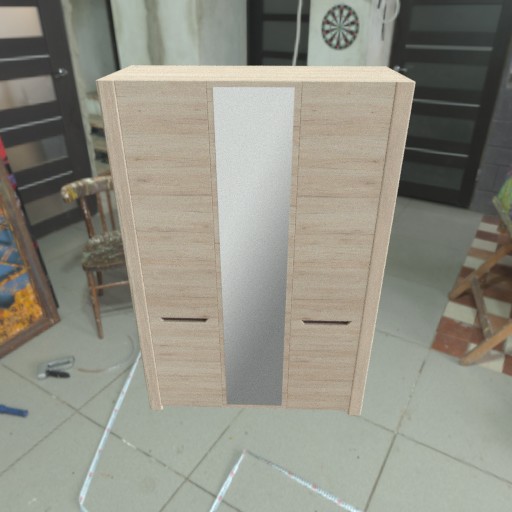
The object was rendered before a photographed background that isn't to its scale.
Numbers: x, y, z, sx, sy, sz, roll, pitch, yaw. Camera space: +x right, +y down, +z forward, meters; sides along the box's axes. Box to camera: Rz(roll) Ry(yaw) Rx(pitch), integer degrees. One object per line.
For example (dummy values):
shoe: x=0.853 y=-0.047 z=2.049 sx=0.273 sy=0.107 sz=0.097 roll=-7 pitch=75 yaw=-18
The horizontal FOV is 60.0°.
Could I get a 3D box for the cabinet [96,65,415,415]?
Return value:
cabinet: x=0.000 y=0.000 z=2.689 sx=1.400 sy=2.070 sz=0.580 roll=1 pitch=29 yaw=2
